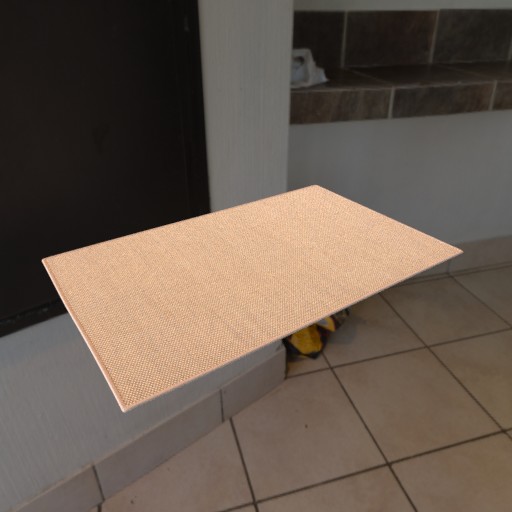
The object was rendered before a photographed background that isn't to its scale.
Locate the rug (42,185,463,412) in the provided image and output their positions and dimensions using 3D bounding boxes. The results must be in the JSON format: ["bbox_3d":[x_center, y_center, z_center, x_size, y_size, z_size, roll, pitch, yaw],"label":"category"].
[{"bbox_3d":[0.000,0.000,2.078,1.676,0.013,1.067,-19,35,-29],"label":"rug"}]
